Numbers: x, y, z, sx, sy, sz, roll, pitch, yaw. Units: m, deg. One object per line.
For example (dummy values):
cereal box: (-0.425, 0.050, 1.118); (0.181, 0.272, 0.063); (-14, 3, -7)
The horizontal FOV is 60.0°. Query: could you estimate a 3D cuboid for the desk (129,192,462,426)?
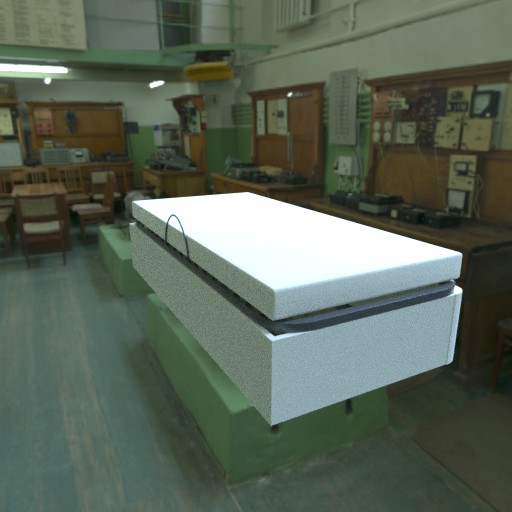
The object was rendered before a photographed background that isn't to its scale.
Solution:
desk: (0.000, 0.000, 2.359); (0.900, 0.526, 1.900); (-9, 19, -27)
